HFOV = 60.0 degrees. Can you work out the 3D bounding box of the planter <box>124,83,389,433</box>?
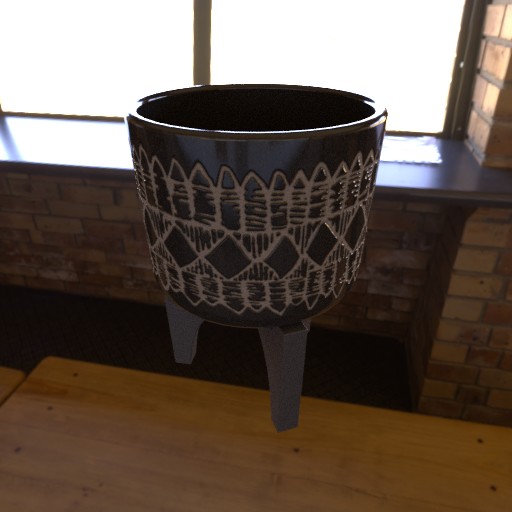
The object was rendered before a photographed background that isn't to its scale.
[{"bbox_3d":[0.000,0.000,0.266,0.129,0.177,0.129,0,30,0],"label":"planter"}]
